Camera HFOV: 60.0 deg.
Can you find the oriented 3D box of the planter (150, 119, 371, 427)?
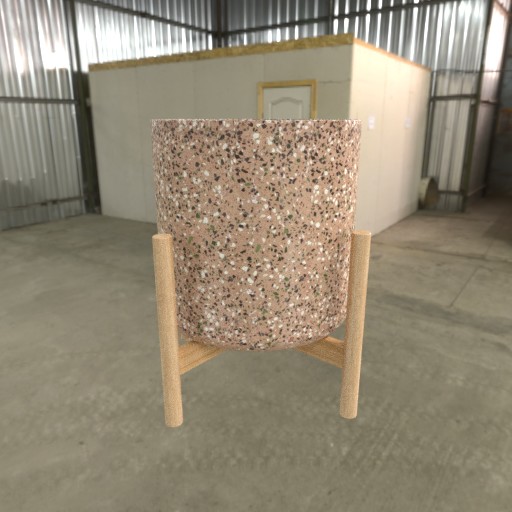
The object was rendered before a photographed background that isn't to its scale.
[{"bbox_3d":[0.000,0.000,0.712,0.360,0.419,0.360,-9,19,-25],"label":"planter"}]
